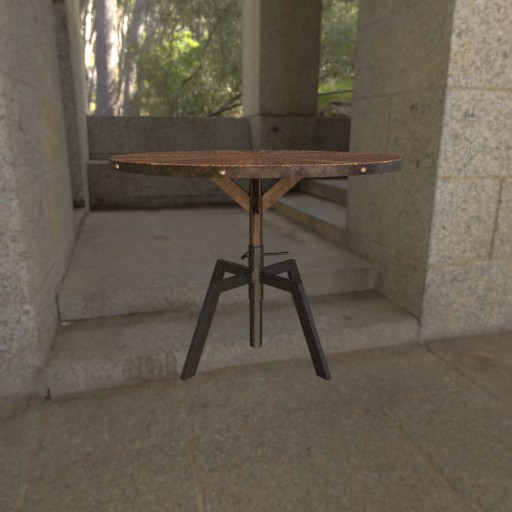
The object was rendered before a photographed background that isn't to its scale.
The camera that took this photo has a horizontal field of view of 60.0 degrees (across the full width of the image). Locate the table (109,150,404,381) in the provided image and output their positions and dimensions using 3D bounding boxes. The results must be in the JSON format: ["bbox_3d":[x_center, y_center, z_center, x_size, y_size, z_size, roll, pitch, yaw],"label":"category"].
[{"bbox_3d":[0.000,0.000,1.484,0.885,0.658,0.885,0,15,0],"label":"table"}]
